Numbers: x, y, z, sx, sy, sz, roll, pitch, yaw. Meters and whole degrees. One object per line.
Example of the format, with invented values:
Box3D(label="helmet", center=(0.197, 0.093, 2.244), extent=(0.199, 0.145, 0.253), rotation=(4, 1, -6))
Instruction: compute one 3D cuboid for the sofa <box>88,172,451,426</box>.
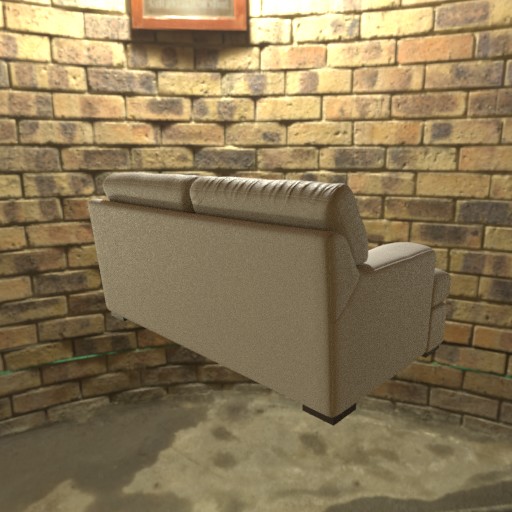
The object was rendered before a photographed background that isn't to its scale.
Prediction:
Box3D(label="sofa", center=(0.000, 0.000, 2.561), extent=(1.880, 0.940, 1.143), rotation=(12, 18, 43))
